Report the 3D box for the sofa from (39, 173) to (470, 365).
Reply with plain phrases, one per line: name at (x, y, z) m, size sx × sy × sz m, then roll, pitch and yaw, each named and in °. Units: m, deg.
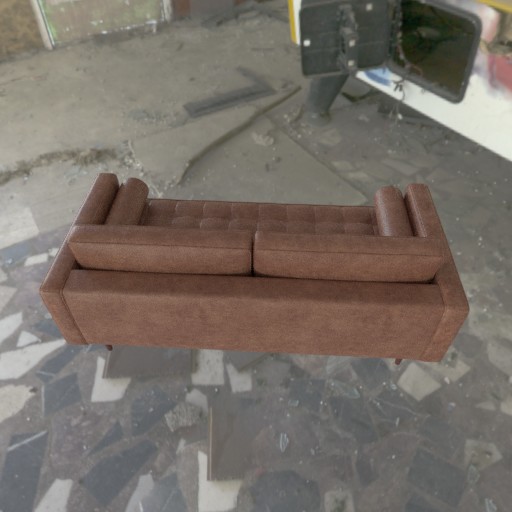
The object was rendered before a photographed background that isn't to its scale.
sofa at (0.000, 0.000, 2.325) m, size 1.870 × 0.760 × 0.910 m, roll 2°, pitch 47°, yaw 2°
